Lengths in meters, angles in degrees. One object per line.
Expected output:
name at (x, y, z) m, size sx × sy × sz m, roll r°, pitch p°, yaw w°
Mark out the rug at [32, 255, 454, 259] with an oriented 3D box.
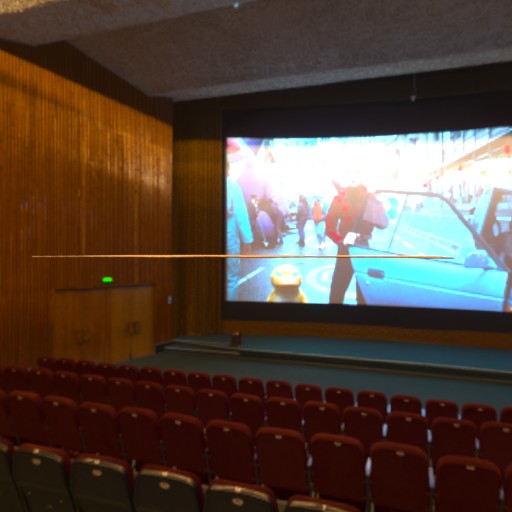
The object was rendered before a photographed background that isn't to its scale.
rug at (0.000, 0.000, 2.231) m, size 1.745 × 0.010 × 1.146 m, roll 0°, pitch 0°, yaw 19°
